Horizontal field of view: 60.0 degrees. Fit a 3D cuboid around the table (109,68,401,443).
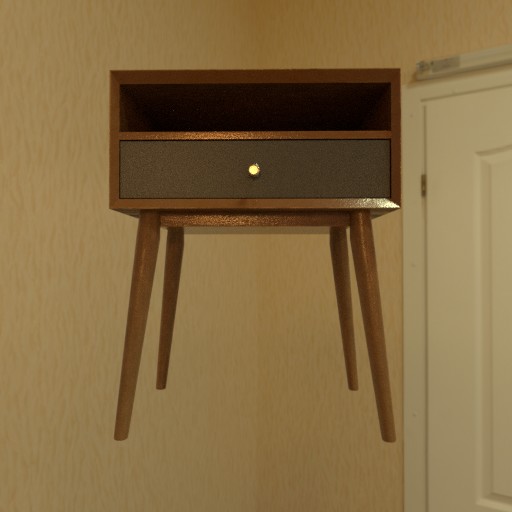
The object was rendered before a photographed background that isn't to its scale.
[{"bbox_3d":[0.000,0.000,0.834,0.454,0.580,0.307,0,-1,1],"label":"table"}]
